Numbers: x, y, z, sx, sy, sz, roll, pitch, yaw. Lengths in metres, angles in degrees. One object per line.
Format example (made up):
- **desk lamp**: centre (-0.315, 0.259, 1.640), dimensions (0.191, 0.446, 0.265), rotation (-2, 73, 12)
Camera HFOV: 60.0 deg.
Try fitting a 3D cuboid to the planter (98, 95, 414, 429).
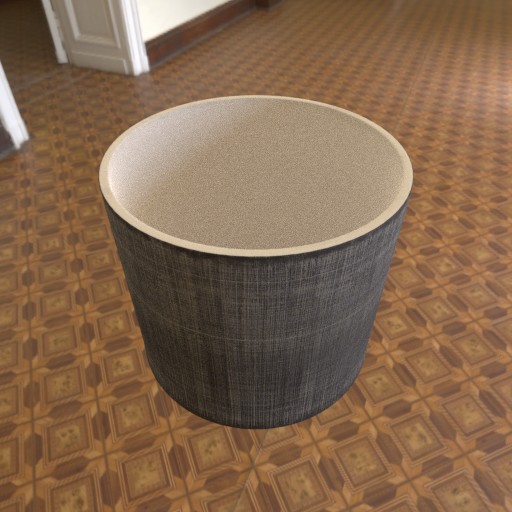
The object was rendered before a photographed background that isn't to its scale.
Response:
- **planter**: centre (0.000, 0.000, 0.311), dimensions (0.178, 0.157, 0.178), rotation (0, 42, 0)
